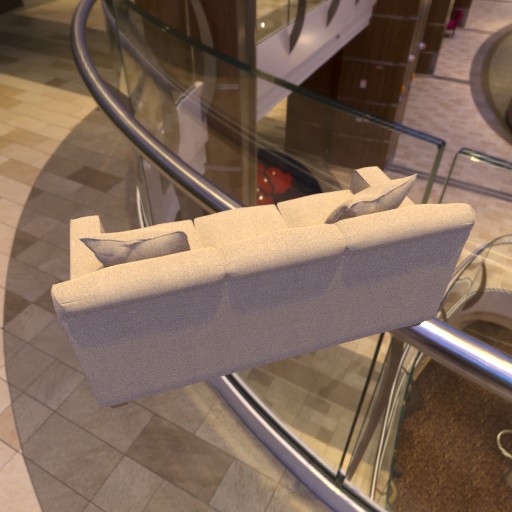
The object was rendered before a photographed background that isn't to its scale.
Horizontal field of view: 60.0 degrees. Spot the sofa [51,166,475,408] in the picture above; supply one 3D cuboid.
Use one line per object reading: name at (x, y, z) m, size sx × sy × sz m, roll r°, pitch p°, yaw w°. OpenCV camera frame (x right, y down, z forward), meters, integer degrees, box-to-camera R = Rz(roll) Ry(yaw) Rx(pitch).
sofa at (0.000, 0.000, 2.595) m, size 2.024 × 0.958 × 0.997 m, roll -12°, pitch 44°, yaw -13°
